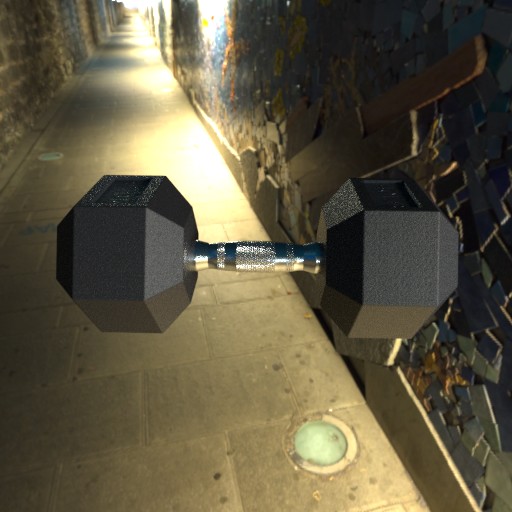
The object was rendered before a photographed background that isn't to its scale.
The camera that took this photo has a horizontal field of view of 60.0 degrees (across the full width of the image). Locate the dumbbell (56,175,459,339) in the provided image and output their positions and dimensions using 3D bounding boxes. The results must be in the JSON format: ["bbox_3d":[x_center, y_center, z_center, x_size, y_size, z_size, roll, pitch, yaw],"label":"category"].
[{"bbox_3d":[0.000,0.000,0.439,0.361,0.137,0.157,1,30,2],"label":"dumbbell"}]
